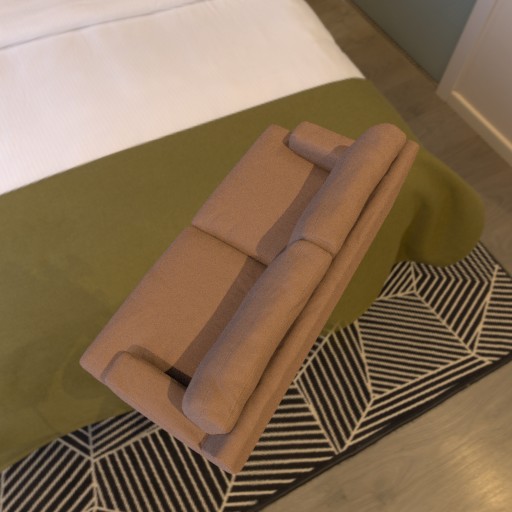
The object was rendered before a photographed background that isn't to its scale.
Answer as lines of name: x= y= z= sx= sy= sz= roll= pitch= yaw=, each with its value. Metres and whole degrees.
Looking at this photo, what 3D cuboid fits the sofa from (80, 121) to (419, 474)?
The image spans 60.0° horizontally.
sofa: x=0.000 y=0.000 z=2.825 sx=1.140 sy=0.950 sz=2.274 roll=29 pitch=66 yaw=14
